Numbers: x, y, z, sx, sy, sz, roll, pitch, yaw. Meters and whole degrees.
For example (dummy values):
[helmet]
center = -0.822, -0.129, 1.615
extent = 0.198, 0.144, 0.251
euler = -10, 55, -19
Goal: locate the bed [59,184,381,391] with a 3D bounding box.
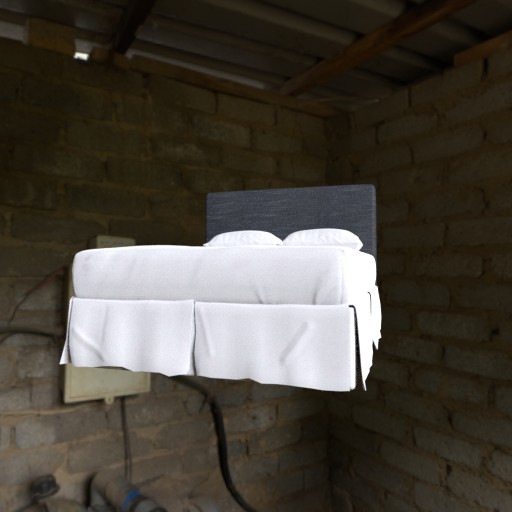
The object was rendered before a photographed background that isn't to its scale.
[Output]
[bed]
center = 0.000, 0.000, 3.259
extent = 1.723, 1.330, 2.142
euler = 0, -1, 18
